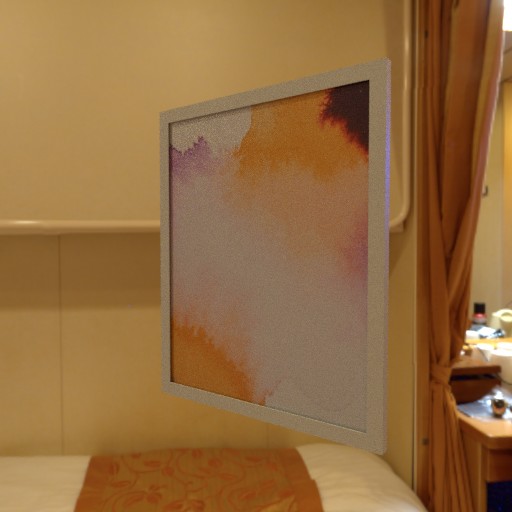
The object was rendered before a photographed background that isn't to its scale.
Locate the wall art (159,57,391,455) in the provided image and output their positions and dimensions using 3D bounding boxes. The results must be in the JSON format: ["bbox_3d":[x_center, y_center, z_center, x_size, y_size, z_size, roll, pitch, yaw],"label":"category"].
[{"bbox_3d":[0.000,0.000,1.105,0.661,0.811,0.026,1,3,35],"label":"wall art"}]
